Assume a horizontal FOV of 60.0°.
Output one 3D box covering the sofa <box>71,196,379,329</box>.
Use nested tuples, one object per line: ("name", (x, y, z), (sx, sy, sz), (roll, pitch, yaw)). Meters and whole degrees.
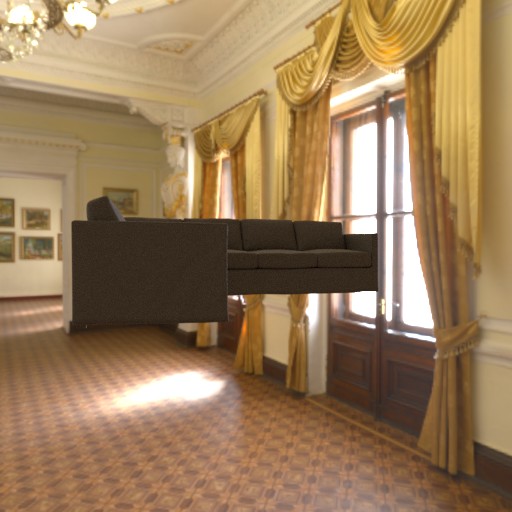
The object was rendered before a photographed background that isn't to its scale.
("sofa", (0.000, 0.000, 4.384), (3.182, 0.871, 2.432), (0, 1, -18))
